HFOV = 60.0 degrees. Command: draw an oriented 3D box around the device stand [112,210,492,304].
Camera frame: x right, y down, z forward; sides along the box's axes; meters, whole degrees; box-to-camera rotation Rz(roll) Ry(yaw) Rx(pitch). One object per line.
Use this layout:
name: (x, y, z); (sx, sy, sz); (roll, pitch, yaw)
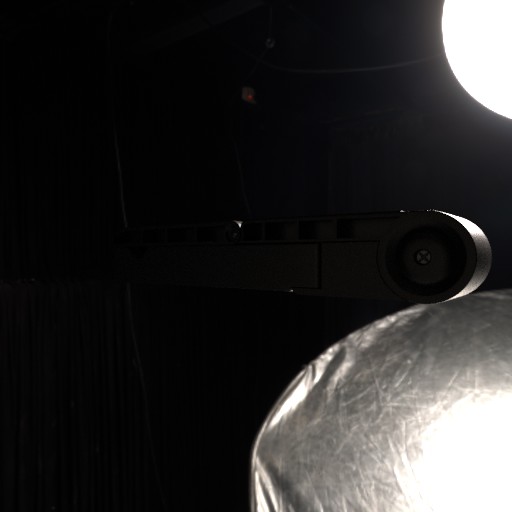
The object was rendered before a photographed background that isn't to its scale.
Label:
device stand: (0.000, 0.000, 0.192); (0.179, 0.030, 0.026); (0, 0, 37)
